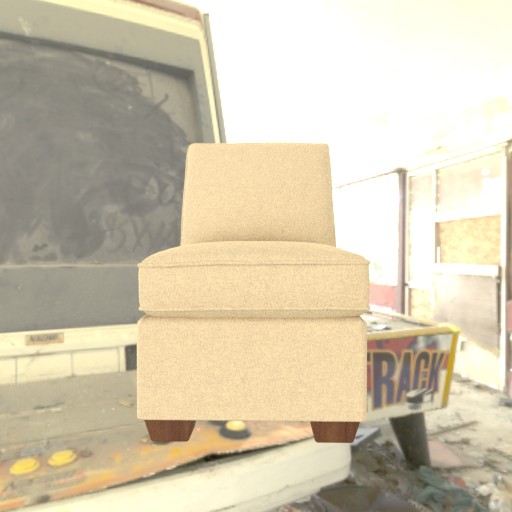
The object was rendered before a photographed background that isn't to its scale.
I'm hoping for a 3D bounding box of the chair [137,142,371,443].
[{"bbox_3d":[0.000,0.000,1.571,0.621,0.970,0.938,0,0,1],"label":"chair"}]
